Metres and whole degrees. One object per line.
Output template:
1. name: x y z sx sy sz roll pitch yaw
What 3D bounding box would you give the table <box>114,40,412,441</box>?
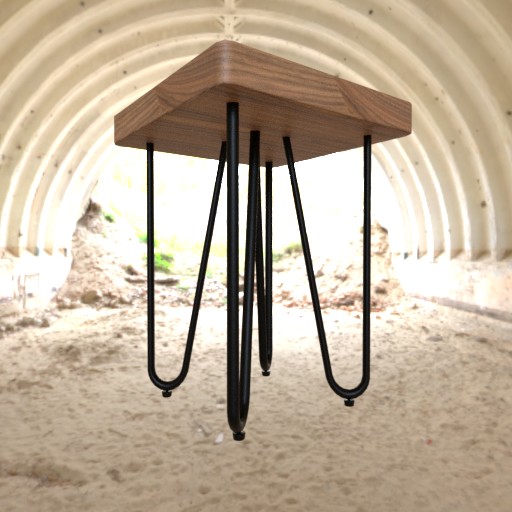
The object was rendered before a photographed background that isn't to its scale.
1. table: 0.000 0.000 0.979 0.480 0.641 0.479 0 0 -37
